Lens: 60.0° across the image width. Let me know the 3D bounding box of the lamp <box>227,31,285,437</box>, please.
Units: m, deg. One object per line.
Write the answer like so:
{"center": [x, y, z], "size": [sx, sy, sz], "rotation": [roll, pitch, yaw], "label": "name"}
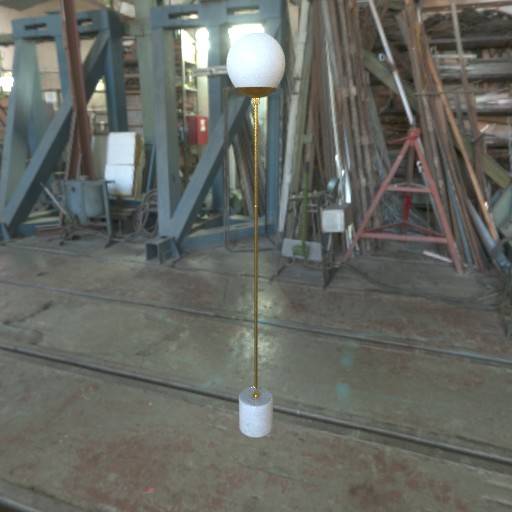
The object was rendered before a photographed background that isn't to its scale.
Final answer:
{"center": [0.000, 0.000, 1.916], "size": [0.224, 1.753, 0.224], "rotation": [-8, 19, -24], "label": "lamp"}
